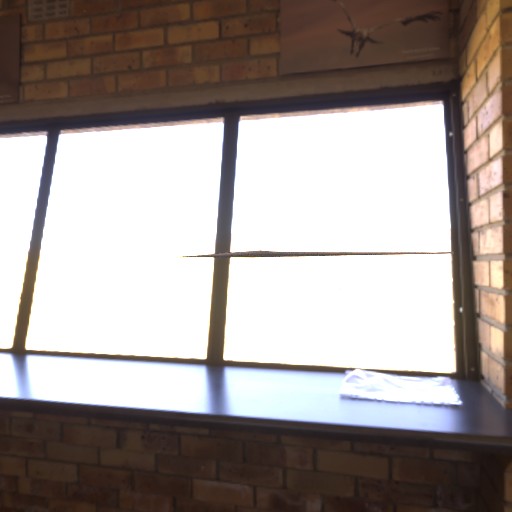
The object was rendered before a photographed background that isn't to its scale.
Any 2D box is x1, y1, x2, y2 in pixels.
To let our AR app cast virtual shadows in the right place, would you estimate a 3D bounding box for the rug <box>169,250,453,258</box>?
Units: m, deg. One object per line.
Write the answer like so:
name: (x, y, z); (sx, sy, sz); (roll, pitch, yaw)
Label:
rug: (0.000, 0.000, 2.708); (0.768, 0.011, 2.446); (0, -1, -18)
